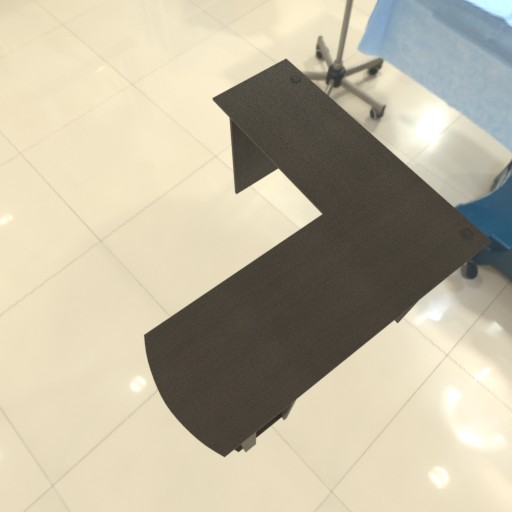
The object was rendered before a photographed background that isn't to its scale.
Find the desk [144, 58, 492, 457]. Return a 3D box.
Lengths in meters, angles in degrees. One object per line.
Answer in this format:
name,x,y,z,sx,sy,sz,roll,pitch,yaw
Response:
desk,0.000,0.000,2.124,1.361,0.716,1.303,-34,68,-16
